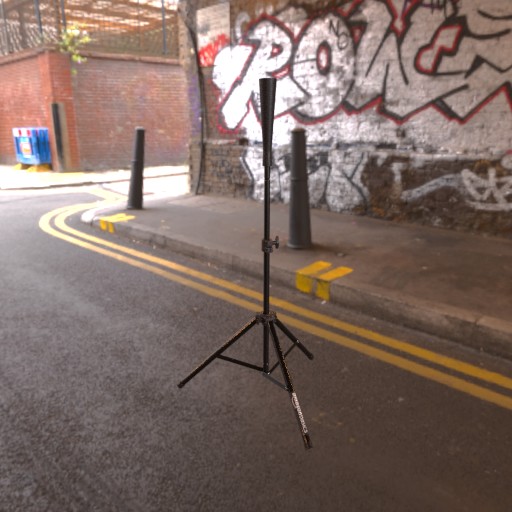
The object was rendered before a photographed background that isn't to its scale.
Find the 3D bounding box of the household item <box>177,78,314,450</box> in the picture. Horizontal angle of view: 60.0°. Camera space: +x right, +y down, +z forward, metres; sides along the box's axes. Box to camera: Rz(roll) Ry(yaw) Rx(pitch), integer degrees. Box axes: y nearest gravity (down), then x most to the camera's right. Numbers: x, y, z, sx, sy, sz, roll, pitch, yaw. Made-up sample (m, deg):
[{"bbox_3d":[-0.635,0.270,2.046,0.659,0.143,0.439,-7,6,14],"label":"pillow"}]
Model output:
[{"bbox_3d":[0.000,0.000,1.417,0.559,1.067,0.559,-2,16,-7],"label":"household item"}]
